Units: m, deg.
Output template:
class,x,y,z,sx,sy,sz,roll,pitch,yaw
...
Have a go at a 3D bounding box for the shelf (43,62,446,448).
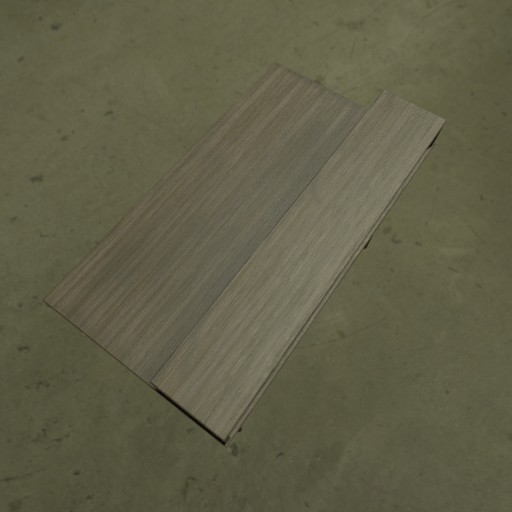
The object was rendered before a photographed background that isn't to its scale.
class,x,y,z,sx,sy,sz,roll,pitch,yaw
shelf,0.000,0.000,1.716,0.685,0.865,1.212,33,69,14
